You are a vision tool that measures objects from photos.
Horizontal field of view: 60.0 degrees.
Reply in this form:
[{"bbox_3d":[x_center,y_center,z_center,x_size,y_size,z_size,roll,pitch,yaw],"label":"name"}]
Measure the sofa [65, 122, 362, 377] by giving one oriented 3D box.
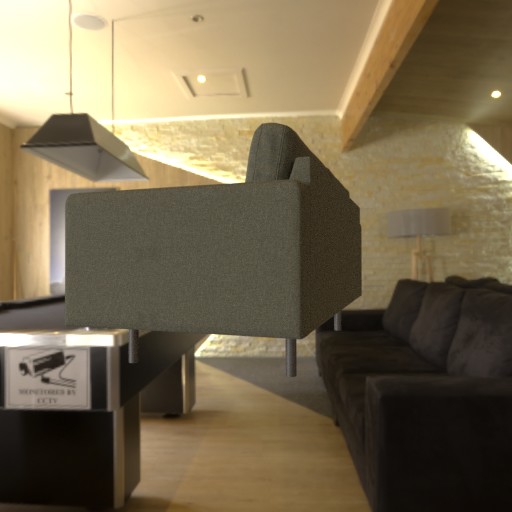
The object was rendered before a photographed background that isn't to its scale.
[{"bbox_3d":[0.000,0.000,2.266,0.889,0.897,1.730,0,-1,19],"label":"sofa"}]
